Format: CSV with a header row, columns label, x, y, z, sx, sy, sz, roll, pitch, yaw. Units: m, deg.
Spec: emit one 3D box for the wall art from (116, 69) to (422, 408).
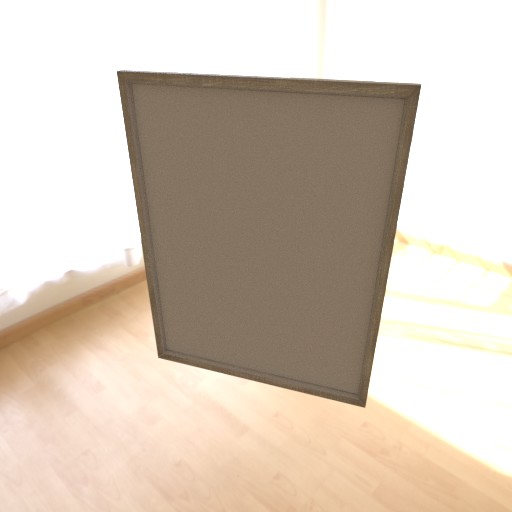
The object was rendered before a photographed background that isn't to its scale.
label,x,y,z,sx,sy,sz,roll,pitch,yaw
wall art,0.000,0.000,1.350,0.781,1.022,0.035,9,31,15
